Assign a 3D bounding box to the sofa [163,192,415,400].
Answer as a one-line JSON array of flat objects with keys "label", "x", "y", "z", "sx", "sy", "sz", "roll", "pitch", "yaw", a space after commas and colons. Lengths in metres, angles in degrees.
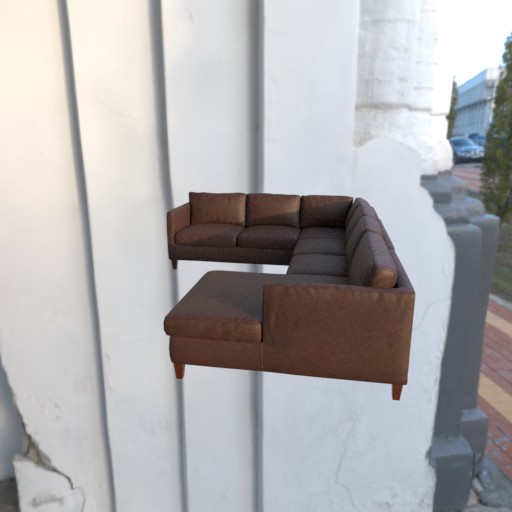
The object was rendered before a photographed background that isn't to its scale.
[{"label": "sofa", "x": 0.000, "y": 0.000, "z": 4.535, "sx": 2.593, "sy": 0.923, "sz": 3.460, "roll": 3, "pitch": 16, "yaw": 10}]
